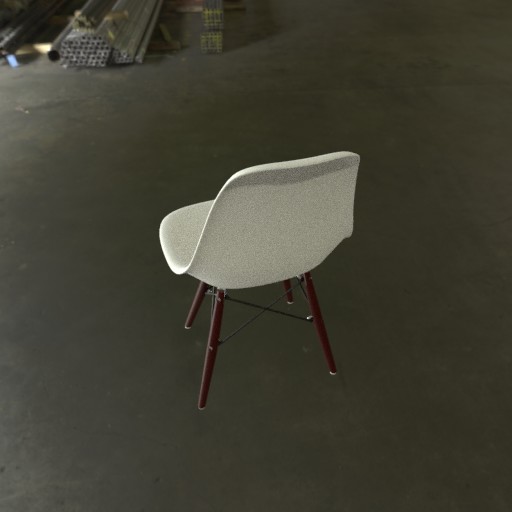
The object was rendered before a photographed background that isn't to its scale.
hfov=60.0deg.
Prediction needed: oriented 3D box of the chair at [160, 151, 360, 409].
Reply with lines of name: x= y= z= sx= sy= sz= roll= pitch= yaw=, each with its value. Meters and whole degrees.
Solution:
chair: x=0.000 y=0.000 z=1.184 sx=0.470 sy=0.826 sz=0.533 roll=-12 pitch=42 yaw=-14
